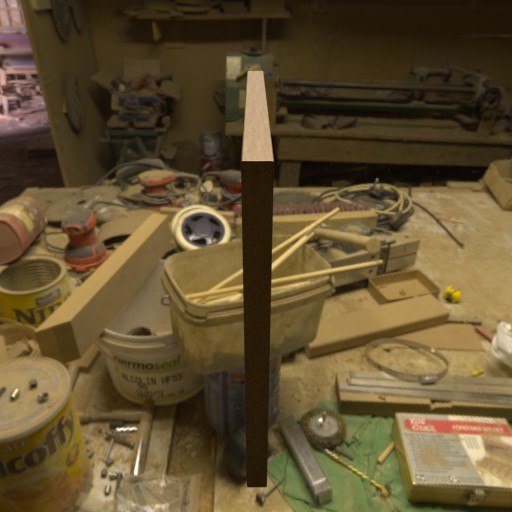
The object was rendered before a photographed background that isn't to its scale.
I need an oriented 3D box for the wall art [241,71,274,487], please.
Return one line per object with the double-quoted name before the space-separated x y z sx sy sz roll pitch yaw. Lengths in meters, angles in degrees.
"wall art" 0.000 0.000 0.747 0.030 0.506 0.503 0 31 0
